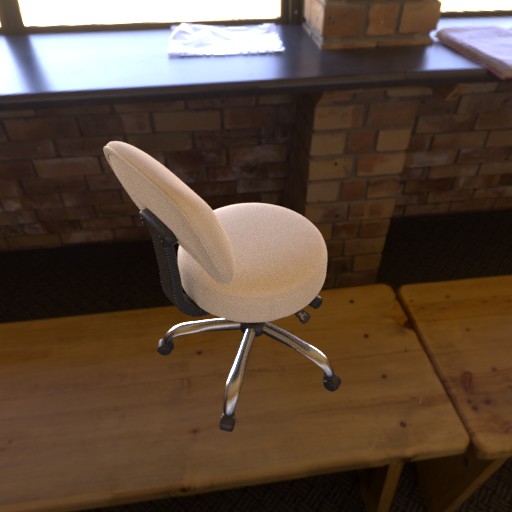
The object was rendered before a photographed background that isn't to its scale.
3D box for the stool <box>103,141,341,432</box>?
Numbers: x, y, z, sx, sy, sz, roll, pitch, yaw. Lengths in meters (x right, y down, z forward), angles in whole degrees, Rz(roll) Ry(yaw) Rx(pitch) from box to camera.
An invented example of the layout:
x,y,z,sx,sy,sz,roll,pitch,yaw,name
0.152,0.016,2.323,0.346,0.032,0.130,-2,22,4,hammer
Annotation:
x,y,z,sx,sy,sz,roll,pitch,yaw,name
0.000,0.000,1.255,0.616,0.810,0.609,-28,49,-28,stool
